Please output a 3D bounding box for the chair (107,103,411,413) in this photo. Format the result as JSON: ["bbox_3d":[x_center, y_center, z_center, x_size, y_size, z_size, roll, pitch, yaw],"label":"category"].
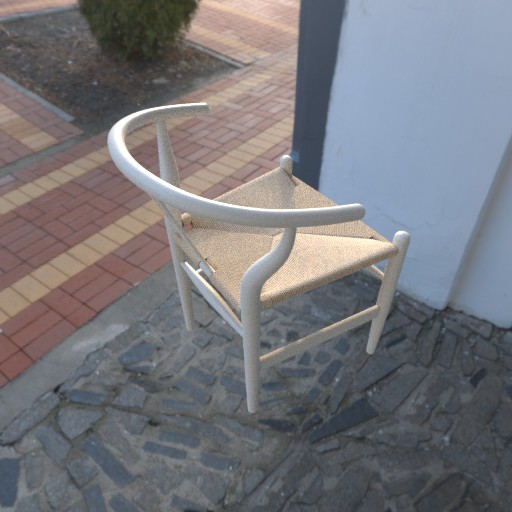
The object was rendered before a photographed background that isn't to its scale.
[{"bbox_3d":[0.000,0.000,1.131,0.579,0.730,0.569,-25,47,-26],"label":"chair"}]
